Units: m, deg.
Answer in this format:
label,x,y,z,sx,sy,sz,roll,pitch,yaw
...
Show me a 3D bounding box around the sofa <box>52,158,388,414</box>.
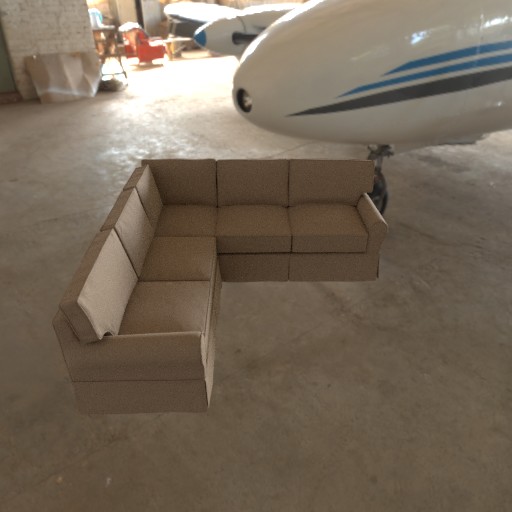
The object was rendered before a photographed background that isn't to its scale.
label,x,y,z,sx,sy,sz,roll,pitch,yaw
sofa,0.000,0.000,4.191,2.733,1.124,2.730,-1,32,-1
